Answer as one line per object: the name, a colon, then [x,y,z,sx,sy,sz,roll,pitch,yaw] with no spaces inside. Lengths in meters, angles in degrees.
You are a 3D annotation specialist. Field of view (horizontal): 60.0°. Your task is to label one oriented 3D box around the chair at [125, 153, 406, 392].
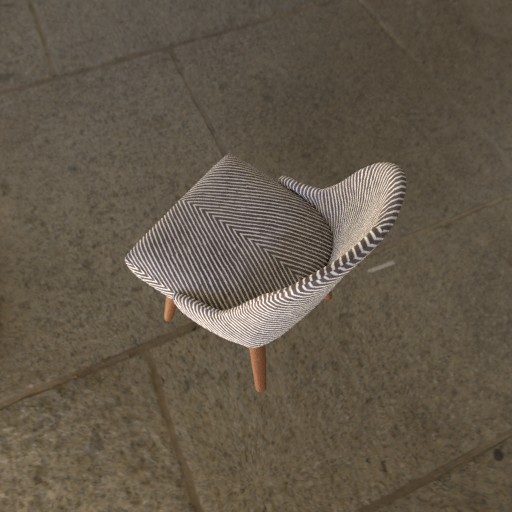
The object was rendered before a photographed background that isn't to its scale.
chair: [0.000,0.000,1.259,0.591,0.883,0.504,34,68,16]
